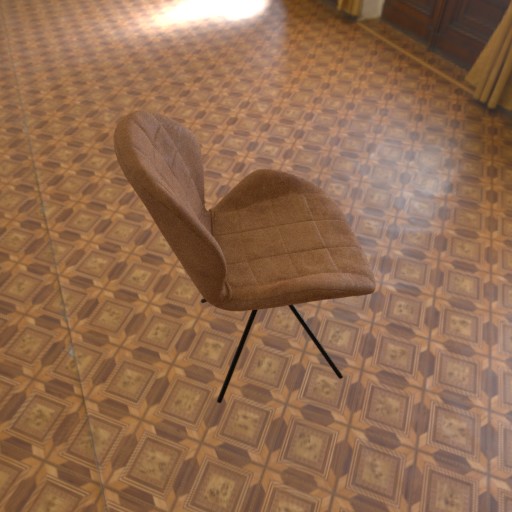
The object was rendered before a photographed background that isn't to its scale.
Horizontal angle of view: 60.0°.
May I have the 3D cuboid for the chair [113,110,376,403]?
[{"bbox_3d":[0.000,0.000,1.343,0.640,0.929,0.527,-9,48,-8],"label":"chair"}]
